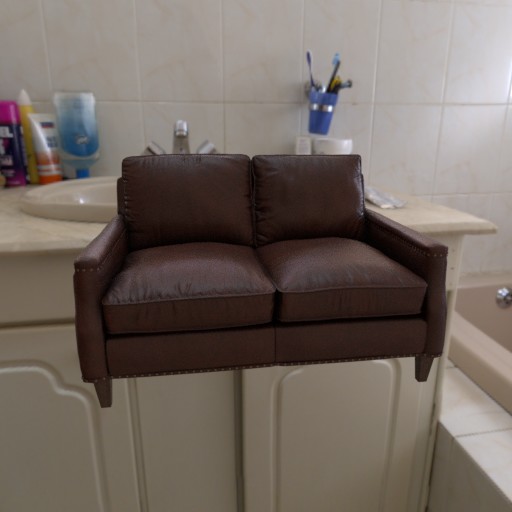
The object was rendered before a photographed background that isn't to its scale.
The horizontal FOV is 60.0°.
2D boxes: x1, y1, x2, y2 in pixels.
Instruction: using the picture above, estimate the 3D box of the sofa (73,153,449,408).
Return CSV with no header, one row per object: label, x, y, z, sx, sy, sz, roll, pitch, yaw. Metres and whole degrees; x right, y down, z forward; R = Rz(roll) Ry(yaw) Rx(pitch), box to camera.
sofa,0.000,0.000,2.310,1.628,1.003,1.083,-2,17,-8
